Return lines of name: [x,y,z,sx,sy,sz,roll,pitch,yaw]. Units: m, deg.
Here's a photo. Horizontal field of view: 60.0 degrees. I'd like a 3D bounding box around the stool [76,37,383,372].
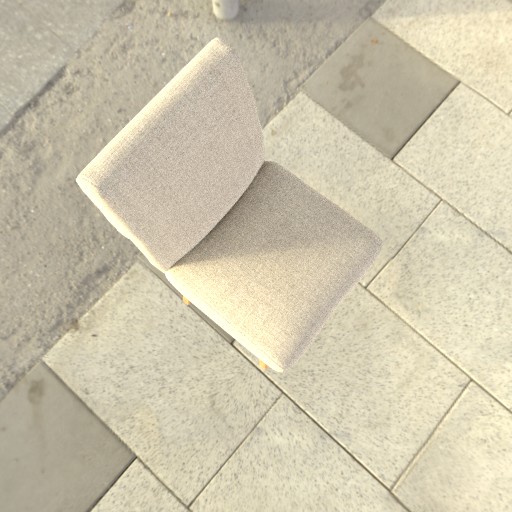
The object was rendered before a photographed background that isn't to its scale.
stool: [0.000,0.000,1.356,0.569,1.106,0.483,39,79,9]
